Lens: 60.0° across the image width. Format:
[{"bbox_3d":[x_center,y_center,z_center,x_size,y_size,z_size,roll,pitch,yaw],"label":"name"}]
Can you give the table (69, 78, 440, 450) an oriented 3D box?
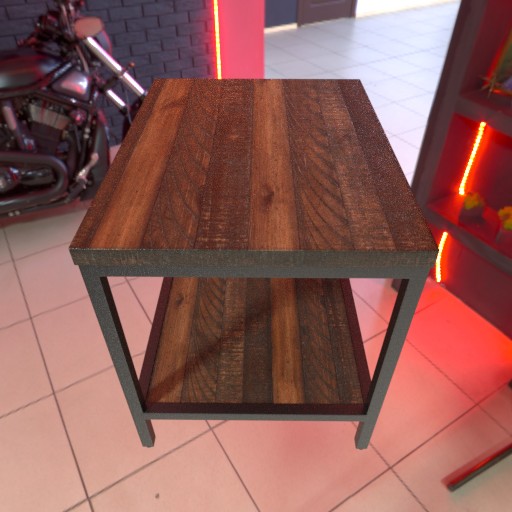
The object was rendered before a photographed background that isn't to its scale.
[{"bbox_3d":[0.000,0.000,1.079,0.524,0.612,0.678,0,41,0],"label":"table"}]
